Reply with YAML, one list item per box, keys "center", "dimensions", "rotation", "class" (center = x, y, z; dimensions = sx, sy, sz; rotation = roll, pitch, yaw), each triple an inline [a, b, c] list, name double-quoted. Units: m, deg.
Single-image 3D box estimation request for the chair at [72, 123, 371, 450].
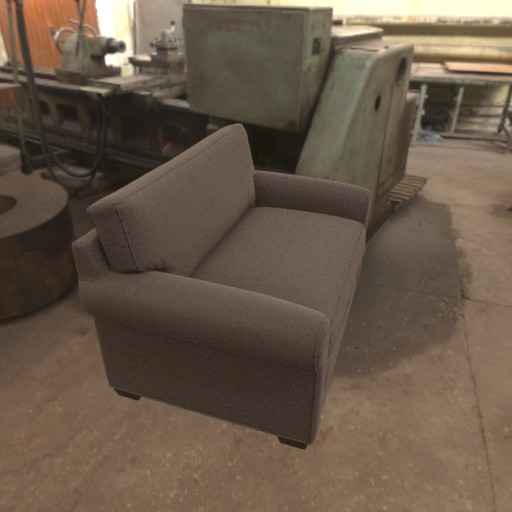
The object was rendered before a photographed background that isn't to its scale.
- center: [0.000, 0.000, 2.074]
  dimensions: [0.930, 0.930, 1.390]
  rotation: [10, 31, 17]
  class: "chair"
